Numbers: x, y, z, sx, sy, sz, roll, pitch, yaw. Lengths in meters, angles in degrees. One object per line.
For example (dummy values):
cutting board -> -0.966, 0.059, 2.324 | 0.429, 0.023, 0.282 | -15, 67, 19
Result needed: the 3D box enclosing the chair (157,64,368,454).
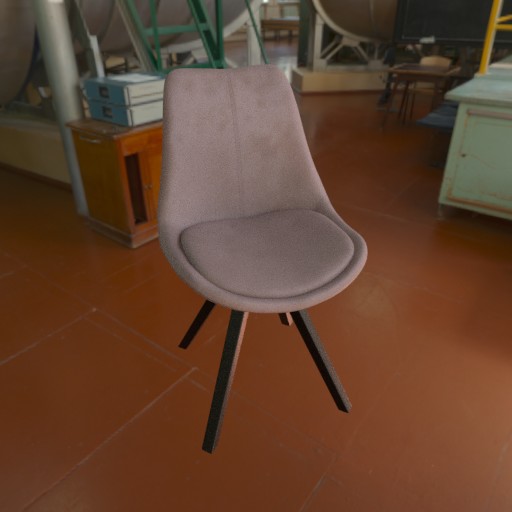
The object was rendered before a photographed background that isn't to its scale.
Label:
chair -> 0.000, 0.000, 1.169 | 0.483, 0.865, 0.547 | -10, 32, -16
